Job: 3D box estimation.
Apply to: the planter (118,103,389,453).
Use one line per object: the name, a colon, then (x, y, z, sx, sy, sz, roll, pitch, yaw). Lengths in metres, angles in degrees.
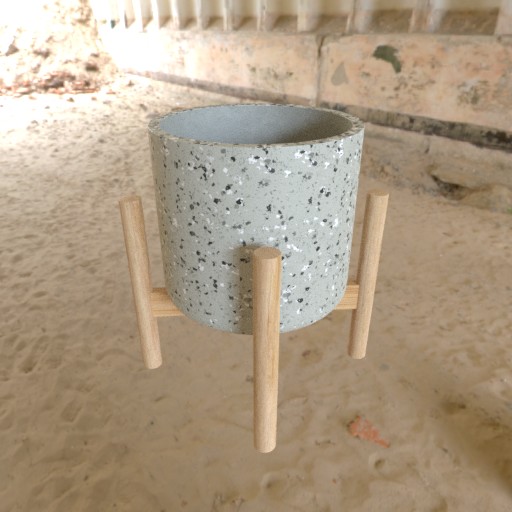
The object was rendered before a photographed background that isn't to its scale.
planter: (0.000, 0.000, 0.538, 0.284, 0.320, 0.284, 9, 29, 16)
